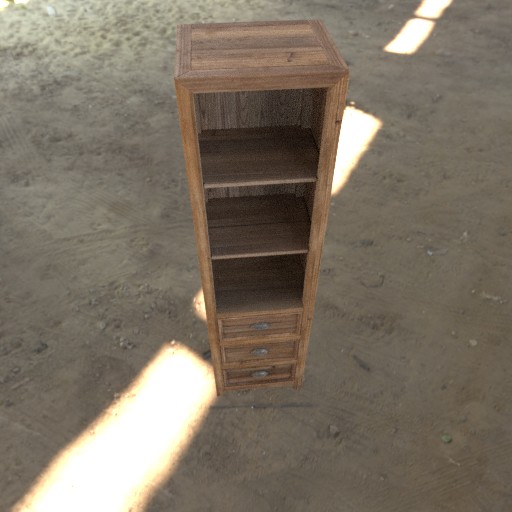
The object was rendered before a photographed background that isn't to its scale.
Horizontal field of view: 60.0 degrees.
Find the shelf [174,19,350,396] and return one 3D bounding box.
[{"bbox_3d":[0.000,0.000,2.073,0.500,1.900,0.428,-4,46,-4],"label":"shelf"}]
